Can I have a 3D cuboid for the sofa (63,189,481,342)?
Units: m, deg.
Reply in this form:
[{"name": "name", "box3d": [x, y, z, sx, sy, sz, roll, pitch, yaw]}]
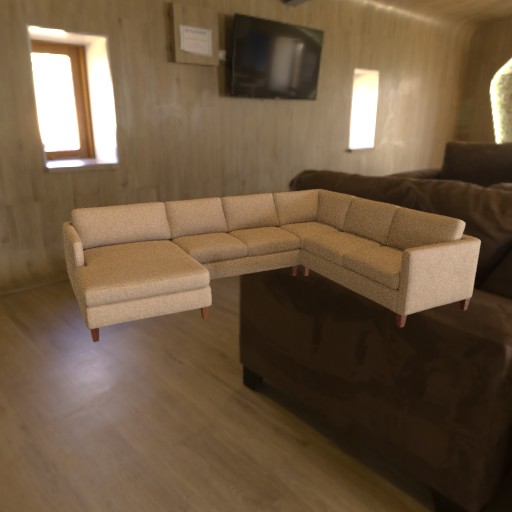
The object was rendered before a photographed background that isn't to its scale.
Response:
[{"name": "sofa", "box3d": [0.000, 0.000, 4.459, 3.403, 0.889, 2.551, -8, 19, -26]}]
